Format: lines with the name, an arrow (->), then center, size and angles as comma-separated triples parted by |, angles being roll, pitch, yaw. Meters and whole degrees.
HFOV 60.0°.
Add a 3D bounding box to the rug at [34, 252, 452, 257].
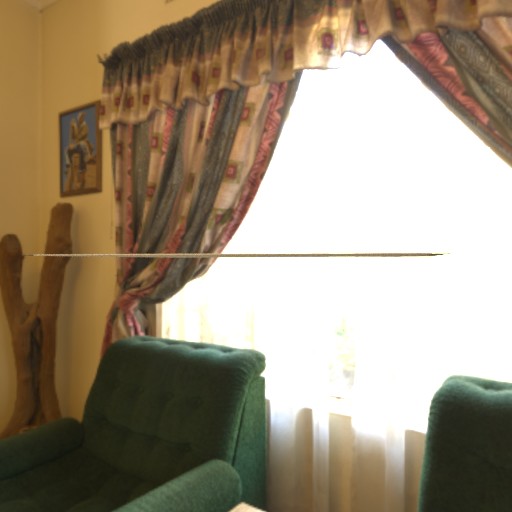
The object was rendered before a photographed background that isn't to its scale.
rug -> 0.000, 0.000, 4.313 | 3.327, 0.010, 2.464 | 0, -1, 18
